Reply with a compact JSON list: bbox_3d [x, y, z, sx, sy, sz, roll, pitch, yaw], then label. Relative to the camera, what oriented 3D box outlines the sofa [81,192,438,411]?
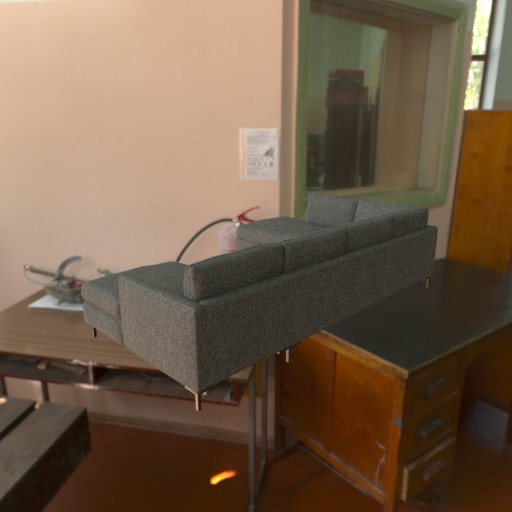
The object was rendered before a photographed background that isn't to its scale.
[{"bbox_3d":[0.000,0.000,3.678,2.737,0.756,1.879,-15,22,-43],"label":"sofa"}]
